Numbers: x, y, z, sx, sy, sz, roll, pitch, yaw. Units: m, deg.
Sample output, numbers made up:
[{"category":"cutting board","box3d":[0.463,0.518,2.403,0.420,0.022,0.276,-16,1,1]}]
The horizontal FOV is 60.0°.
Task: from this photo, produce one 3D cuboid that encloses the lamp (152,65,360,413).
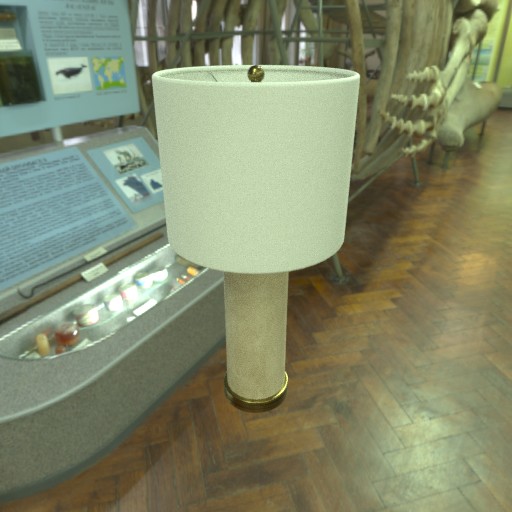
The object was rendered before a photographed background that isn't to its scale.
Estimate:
[{"category":"lamp","box3d":[0.000,0.000,0.800,0.305,0.634,0.305,0,27,0]}]
